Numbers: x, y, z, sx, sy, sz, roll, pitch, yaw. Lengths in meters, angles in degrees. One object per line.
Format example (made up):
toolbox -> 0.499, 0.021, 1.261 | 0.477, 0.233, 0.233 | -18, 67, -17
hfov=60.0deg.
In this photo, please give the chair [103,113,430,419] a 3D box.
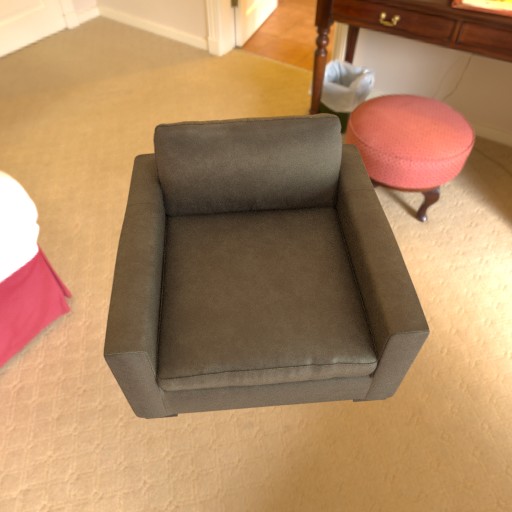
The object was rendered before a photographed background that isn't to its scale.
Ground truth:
chair -> 0.000, 0.000, 1.871 | 1.106, 0.807, 1.080 | -4, 49, -3
